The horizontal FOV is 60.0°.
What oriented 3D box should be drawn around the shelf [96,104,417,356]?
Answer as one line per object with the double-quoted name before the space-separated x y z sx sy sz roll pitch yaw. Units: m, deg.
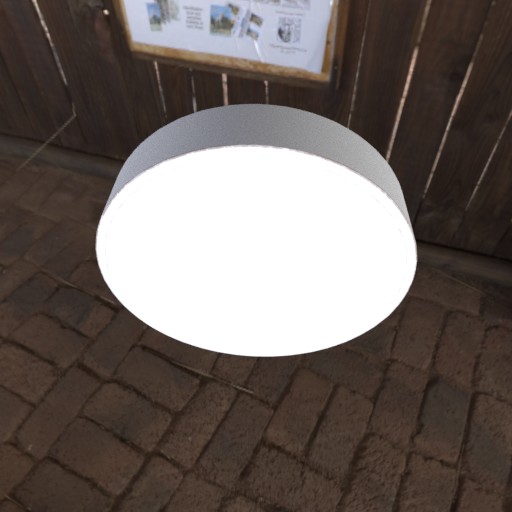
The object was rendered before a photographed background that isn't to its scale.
"shelf" 0.000 0.000 1.201 0.806 0.807 0.158 2 48 2
